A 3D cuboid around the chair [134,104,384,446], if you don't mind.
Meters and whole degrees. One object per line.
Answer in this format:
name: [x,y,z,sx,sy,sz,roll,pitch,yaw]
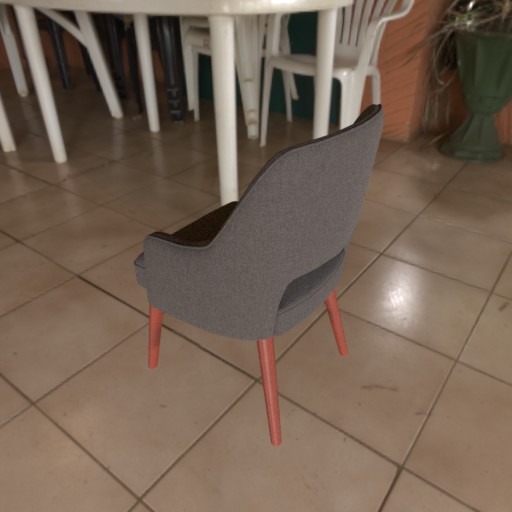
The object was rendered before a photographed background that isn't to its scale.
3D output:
chair: [0.000,0.000,1.249,0.560,0.838,0.559,21,38,29]
